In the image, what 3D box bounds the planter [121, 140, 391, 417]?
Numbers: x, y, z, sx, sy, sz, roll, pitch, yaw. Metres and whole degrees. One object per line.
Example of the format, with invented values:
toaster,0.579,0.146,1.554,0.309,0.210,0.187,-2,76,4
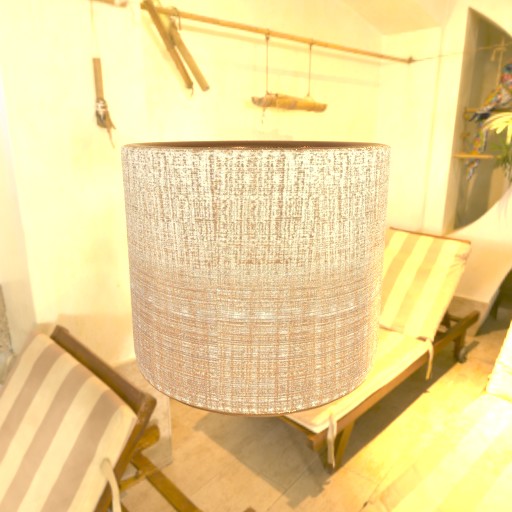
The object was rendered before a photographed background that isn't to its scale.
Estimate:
planter,0.000,0.000,0.194,0.109,0.096,0.109,0,16,0
